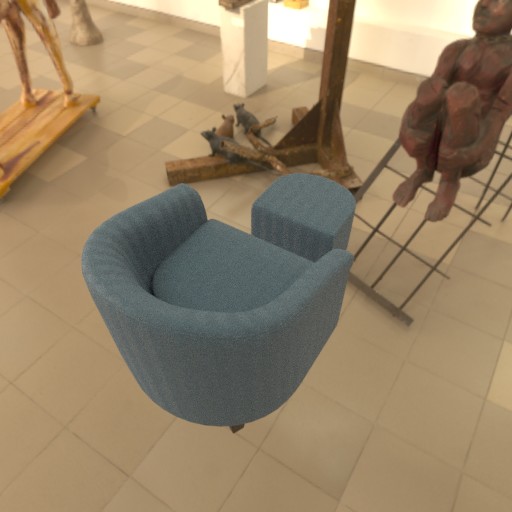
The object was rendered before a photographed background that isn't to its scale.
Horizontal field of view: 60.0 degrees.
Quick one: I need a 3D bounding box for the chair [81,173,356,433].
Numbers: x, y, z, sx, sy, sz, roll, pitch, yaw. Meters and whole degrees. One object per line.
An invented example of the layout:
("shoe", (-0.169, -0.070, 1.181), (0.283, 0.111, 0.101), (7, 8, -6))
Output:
("chair", (0.000, 0.000, 1.751), (0.756, 0.757, 1.288), (25, 51, 22))
